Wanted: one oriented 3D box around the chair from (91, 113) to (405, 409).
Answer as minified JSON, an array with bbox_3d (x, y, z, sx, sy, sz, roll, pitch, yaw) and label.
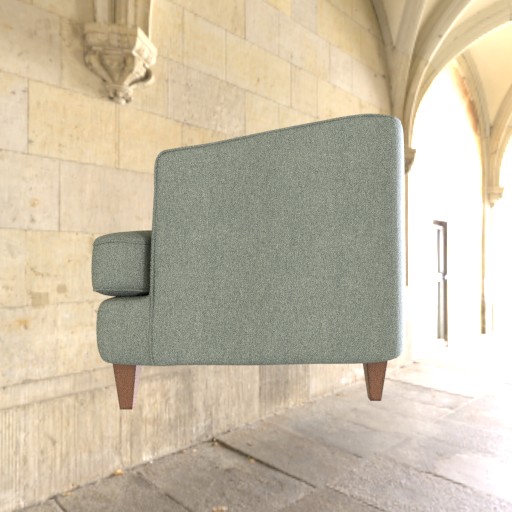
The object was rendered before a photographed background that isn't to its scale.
[{"bbox_3d":[0.000,0.000,1.704,0.945,0.852,1.094,0,-1,1],"label":"chair"}]
